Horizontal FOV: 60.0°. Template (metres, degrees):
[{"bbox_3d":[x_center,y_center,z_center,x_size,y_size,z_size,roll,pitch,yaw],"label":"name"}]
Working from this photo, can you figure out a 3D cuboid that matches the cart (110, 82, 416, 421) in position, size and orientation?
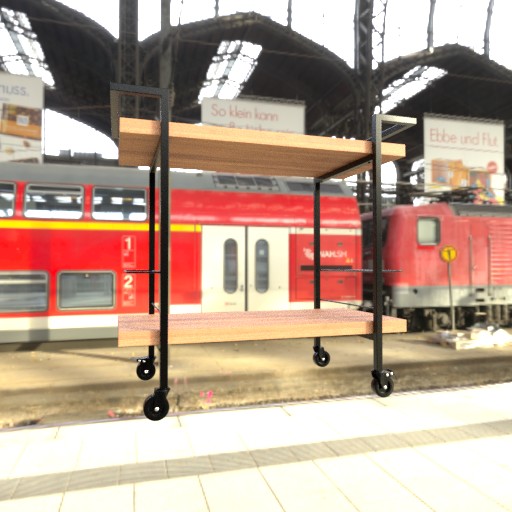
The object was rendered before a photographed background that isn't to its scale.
[{"bbox_3d":[0.000,0.000,1.290,0.806,0.762,0.406,0,-1,-17],"label":"cart"}]
